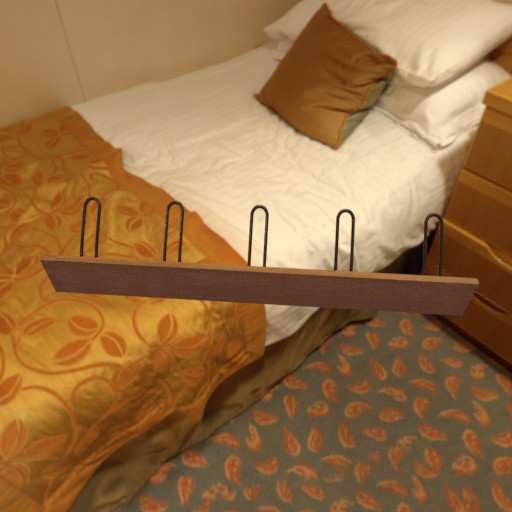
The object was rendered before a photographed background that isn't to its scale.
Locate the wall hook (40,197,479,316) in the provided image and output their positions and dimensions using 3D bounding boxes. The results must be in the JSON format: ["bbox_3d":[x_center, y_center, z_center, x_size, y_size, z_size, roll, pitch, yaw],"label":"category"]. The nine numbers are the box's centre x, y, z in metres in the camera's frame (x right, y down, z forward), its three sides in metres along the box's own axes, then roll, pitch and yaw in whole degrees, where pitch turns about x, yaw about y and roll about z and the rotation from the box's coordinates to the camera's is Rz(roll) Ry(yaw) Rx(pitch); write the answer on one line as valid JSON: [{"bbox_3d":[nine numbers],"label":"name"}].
[{"bbox_3d":[0.000,0.000,0.591,0.554,0.116,0.076,3,46,3],"label":"wall hook"}]
